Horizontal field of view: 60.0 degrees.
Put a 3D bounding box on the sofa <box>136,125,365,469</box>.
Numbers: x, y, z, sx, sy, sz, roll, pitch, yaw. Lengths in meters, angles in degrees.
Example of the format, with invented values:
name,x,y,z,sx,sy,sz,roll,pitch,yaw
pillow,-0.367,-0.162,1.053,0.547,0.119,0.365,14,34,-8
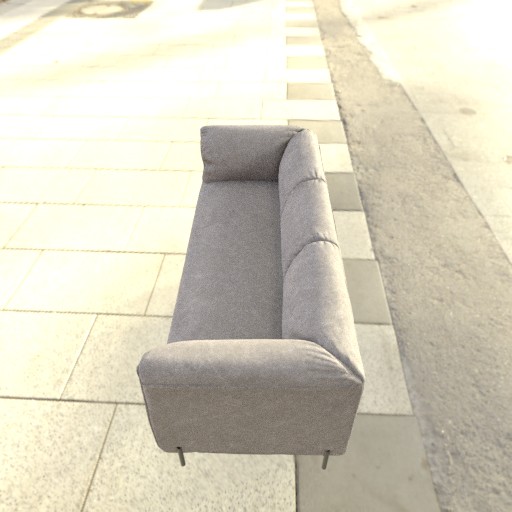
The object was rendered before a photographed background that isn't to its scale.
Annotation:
name,x,y,z,sx,sy,sz,roll,pitch,yaw
sofa,0.000,0.000,2.697,0.899,0.758,2.238,1,40,1
